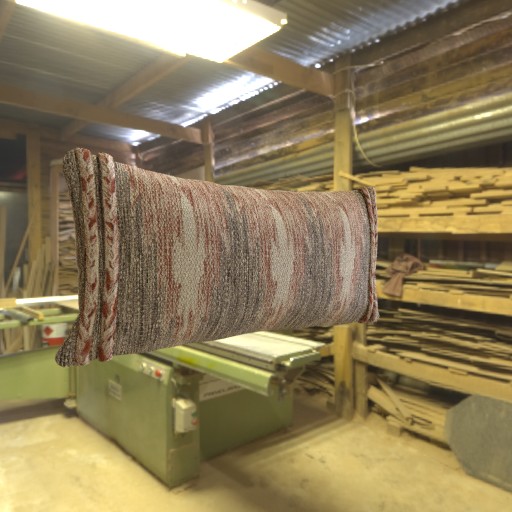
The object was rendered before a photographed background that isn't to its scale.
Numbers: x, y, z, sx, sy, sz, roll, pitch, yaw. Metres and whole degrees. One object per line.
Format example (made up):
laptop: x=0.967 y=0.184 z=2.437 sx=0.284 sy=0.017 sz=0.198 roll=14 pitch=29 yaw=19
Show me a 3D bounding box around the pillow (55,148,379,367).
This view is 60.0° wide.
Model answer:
pillow: x=0.000 y=0.000 z=0.748 sx=0.635 sy=0.282 sz=0.139 roll=0 pitch=1 yaw=-36
